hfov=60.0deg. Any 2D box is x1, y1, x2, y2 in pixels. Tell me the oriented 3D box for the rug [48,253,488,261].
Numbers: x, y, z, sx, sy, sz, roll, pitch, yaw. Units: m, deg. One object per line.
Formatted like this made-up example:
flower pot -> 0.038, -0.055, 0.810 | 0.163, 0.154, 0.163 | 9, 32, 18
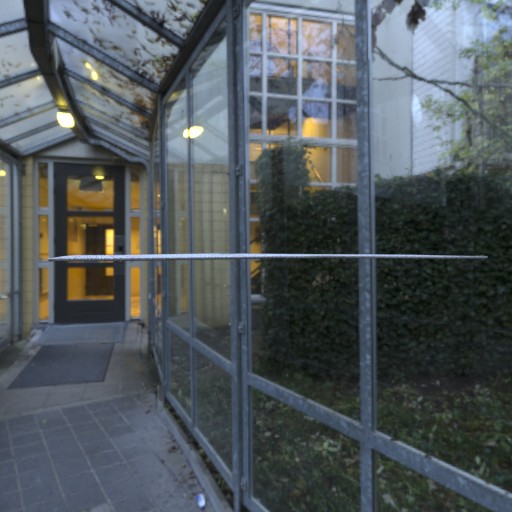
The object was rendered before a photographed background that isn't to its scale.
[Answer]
rug -> 0.000, 0.000, 2.233 | 1.789, 0.021, 1.159 | 0, 1, -19
